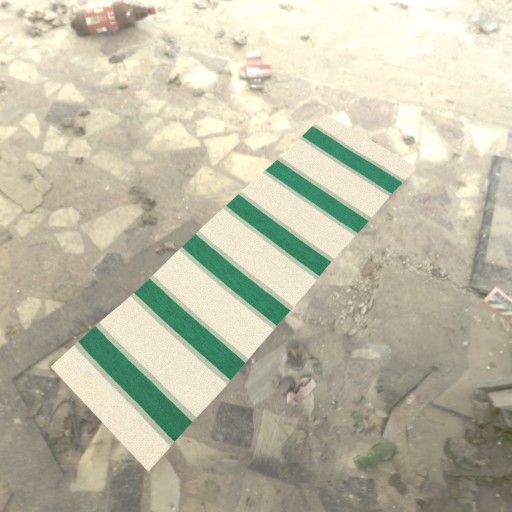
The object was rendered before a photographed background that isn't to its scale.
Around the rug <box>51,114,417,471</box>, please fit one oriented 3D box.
[{"bbox_3d":[0.000,0.000,2.670,0.768,0.012,2.438,37,68,18],"label":"rug"}]
